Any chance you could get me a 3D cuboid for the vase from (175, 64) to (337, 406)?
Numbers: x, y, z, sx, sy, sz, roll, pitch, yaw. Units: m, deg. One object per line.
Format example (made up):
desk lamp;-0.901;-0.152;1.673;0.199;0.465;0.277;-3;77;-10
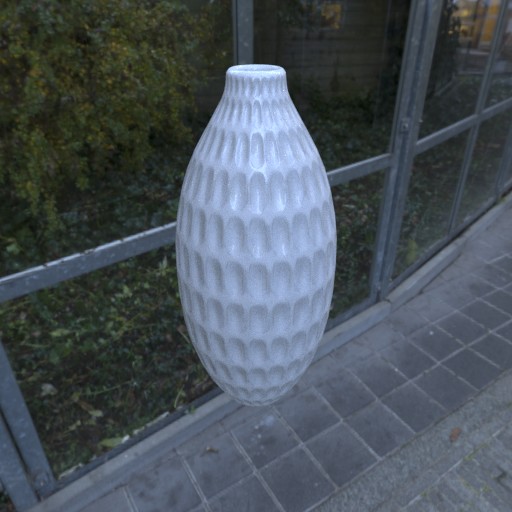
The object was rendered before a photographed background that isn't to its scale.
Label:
vase;0.000;0.000;0.358;0.127;0.282;0.127;0;30;0
